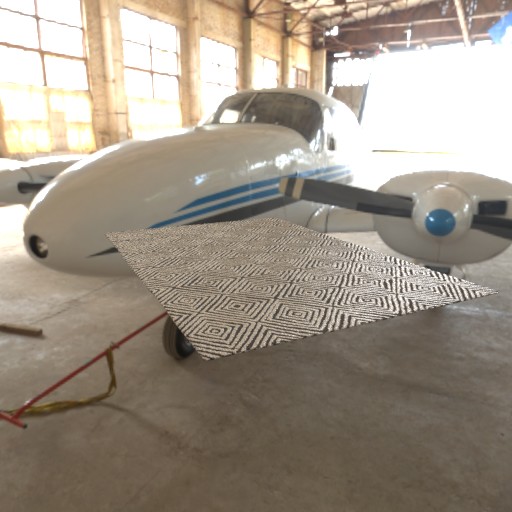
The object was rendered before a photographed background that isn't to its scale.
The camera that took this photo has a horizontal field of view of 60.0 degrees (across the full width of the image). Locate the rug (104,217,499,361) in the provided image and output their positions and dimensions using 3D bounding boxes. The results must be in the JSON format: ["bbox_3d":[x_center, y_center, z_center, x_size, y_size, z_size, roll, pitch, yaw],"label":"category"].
[{"bbox_3d":[0.000,0.000,2.164,1.177,0.004,1.750,-7,17,-26],"label":"rug"}]
